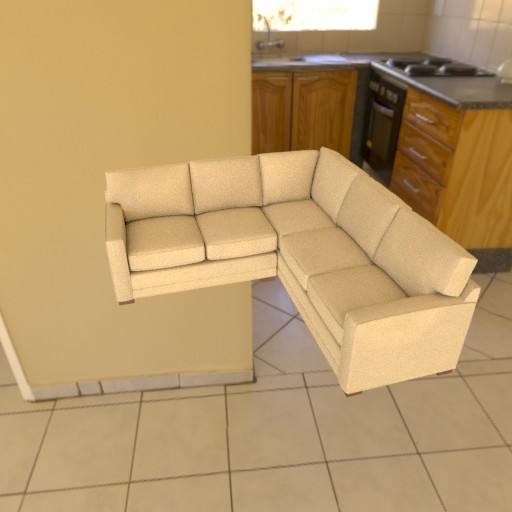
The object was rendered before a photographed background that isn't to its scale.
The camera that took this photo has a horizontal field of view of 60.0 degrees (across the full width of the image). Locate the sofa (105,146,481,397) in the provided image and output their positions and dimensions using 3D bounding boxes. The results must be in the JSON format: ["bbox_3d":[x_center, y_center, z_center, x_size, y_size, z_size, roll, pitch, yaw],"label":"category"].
[{"bbox_3d":[0.000,0.000,3.387,2.182,0.939,2.189,-8,32,-13],"label":"sofa"}]
